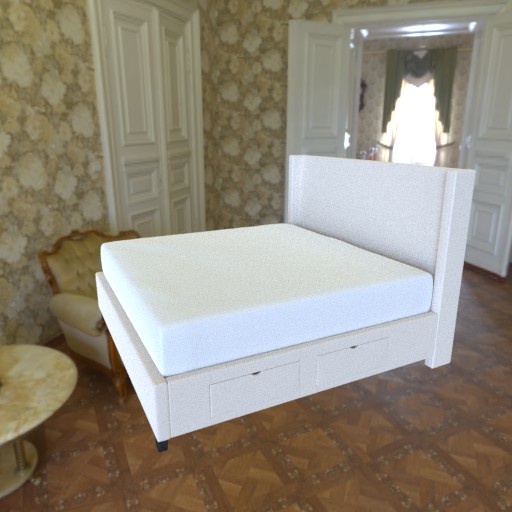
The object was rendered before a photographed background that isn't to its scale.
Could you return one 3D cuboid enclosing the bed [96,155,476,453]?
[{"bbox_3d":[0.000,0.000,3.628,2.293,1.471,2.145,-8,18,-26],"label":"bed"}]
